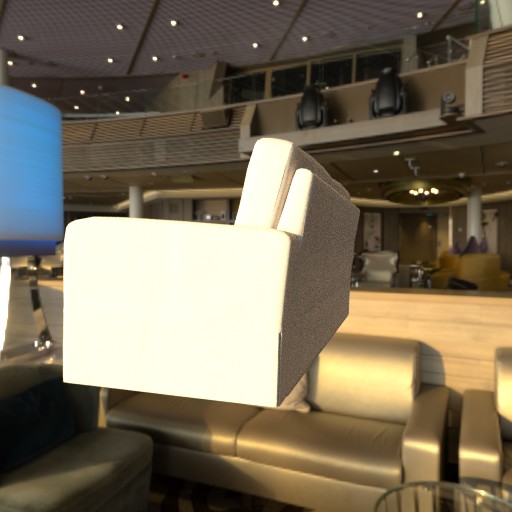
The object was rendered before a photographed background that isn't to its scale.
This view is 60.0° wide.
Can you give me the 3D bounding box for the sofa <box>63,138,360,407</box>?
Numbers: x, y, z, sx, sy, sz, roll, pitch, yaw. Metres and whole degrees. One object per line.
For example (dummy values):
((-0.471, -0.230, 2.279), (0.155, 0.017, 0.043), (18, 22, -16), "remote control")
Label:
((0.000, 0.000, 2.249), (0.894, 0.831, 1.808), (1, 2, 18), "sofa")
